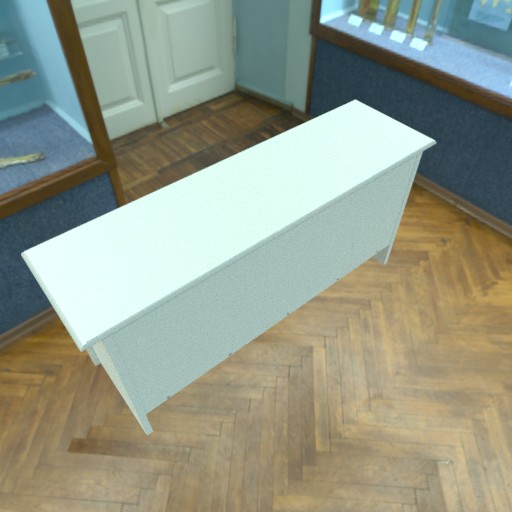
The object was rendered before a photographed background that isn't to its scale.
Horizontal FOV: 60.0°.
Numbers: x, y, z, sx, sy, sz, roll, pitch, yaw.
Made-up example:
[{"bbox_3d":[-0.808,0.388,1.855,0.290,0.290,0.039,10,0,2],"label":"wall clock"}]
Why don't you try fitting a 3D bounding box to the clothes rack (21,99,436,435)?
[{"bbox_3d":[0.000,0.000,1.351,1.120,0.531,0.324,-31,54,-25],"label":"clothes rack"}]
